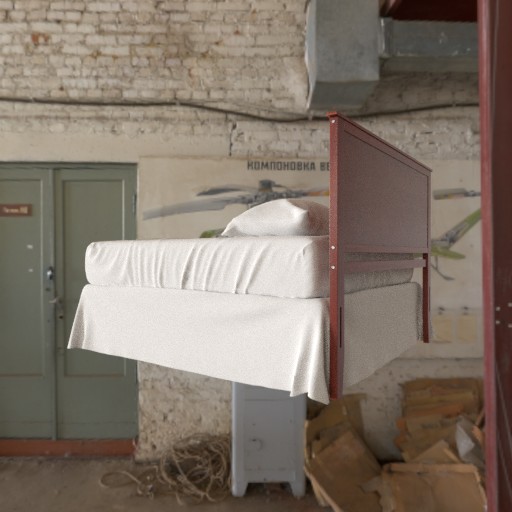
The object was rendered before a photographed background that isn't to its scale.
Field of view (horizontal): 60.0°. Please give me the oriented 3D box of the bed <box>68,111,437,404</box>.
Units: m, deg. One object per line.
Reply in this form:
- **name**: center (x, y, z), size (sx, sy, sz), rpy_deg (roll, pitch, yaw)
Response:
- **bed**: center (0.000, 0.000, 3.184), size (2.050, 1.270, 1.870), rpy_deg (0, 0, 35)
